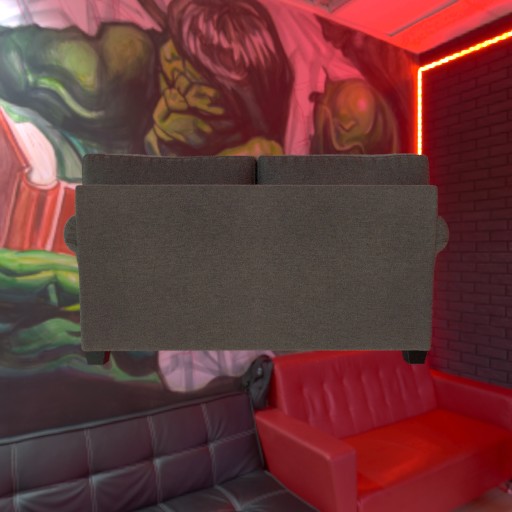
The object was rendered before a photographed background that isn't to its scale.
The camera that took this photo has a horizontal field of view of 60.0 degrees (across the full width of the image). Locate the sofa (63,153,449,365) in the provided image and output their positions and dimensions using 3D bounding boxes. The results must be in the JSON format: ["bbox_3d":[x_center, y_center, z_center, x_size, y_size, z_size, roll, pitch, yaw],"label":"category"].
[{"bbox_3d":[0.000,0.000,2.331,1.701,0.966,0.966,0,0,-1],"label":"sofa"}]
